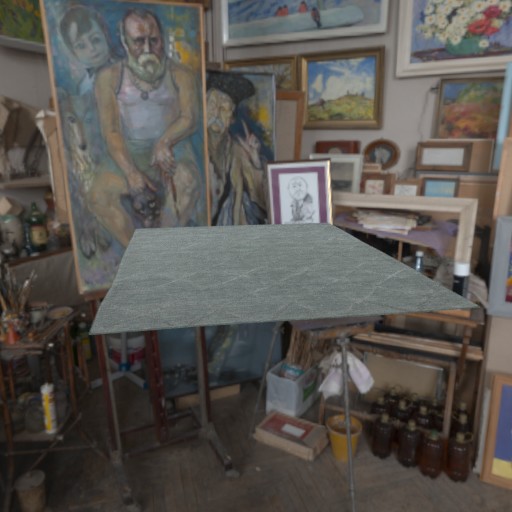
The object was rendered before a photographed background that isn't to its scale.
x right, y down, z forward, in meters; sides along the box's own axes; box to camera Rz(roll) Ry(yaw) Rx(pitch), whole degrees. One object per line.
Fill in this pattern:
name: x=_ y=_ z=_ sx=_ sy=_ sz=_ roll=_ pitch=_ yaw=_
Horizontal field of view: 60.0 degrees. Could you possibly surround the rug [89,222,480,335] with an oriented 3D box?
rug: x=0.000 y=0.000 z=4.098 sx=2.438 sy=0.013 sz=3.048 roll=-3 pitch=15 yaw=-10
